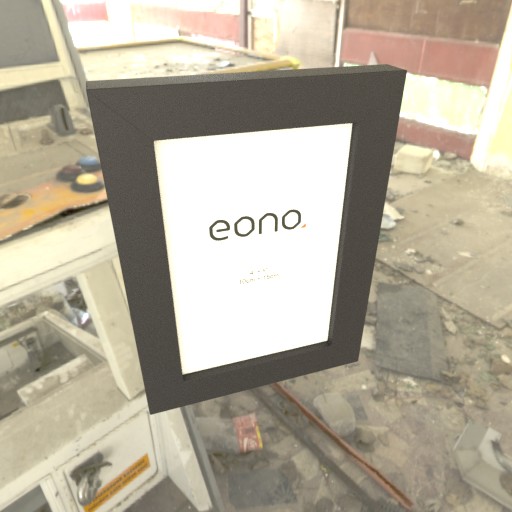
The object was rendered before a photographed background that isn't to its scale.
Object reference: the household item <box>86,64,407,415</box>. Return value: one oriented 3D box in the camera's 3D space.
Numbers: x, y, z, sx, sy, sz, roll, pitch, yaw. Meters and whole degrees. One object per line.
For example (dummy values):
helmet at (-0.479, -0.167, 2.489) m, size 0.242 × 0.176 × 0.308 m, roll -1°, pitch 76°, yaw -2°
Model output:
household item at (0.000, 0.000, 0.230) m, size 0.133 × 0.178 × 0.022 m, roll -10°, pitch 34°, yaw -15°
